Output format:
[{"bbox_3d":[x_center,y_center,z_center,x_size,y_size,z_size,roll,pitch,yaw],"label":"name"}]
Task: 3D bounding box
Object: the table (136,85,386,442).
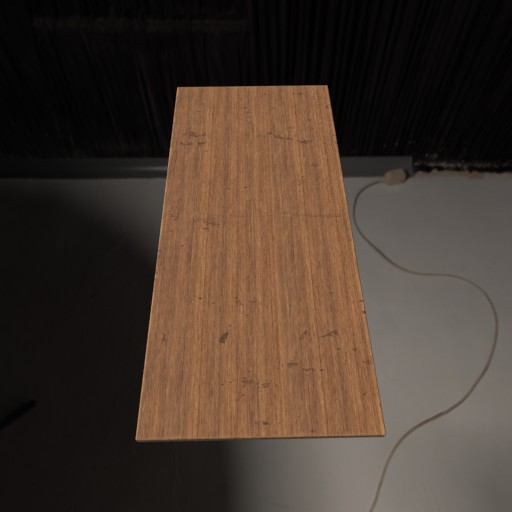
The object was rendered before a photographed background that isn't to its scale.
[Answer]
[{"bbox_3d":[0.000,0.000,2.675,1.000,0.757,2.200,-1,57,-1],"label":"table"}]
